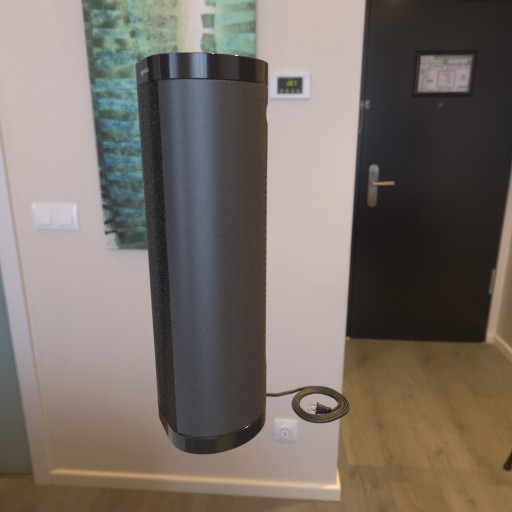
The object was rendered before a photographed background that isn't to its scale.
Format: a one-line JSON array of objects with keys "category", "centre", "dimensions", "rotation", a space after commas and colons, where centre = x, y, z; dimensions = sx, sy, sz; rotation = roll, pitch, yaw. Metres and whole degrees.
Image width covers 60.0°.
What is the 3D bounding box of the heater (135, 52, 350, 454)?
[{"category": "heater", "centre": [0.000, 0.000, 0.691], "dimensions": [0.312, 0.552, 0.174], "rotation": [-8, 17, -25]}]
